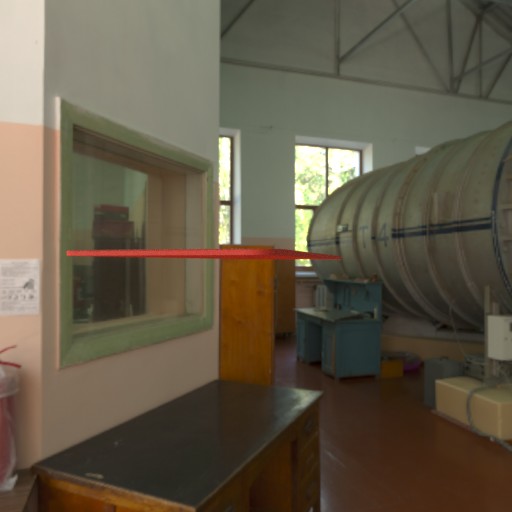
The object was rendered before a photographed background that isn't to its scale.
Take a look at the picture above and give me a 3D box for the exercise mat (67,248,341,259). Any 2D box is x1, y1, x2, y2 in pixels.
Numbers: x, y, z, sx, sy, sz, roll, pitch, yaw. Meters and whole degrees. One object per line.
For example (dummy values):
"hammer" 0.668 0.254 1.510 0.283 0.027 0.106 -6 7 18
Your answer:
"exercise mat" 0.000 0.000 2.060 0.616 0.021 1.869 0 -1 17
